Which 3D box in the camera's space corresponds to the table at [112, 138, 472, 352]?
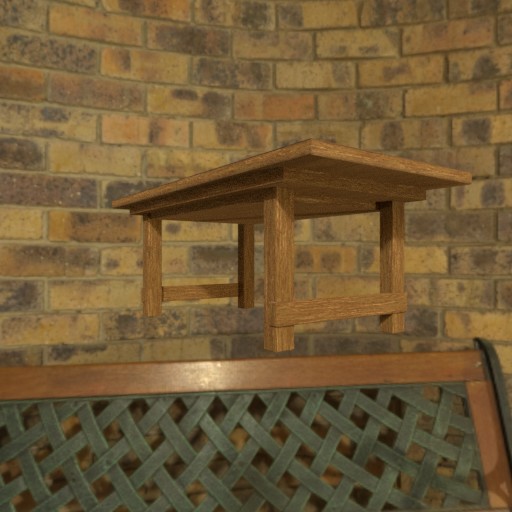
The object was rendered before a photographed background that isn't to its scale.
[{"bbox_3d":[0.000,0.000,2.530,1.000,0.762,1.982,0,0,-36],"label":"table"}]
